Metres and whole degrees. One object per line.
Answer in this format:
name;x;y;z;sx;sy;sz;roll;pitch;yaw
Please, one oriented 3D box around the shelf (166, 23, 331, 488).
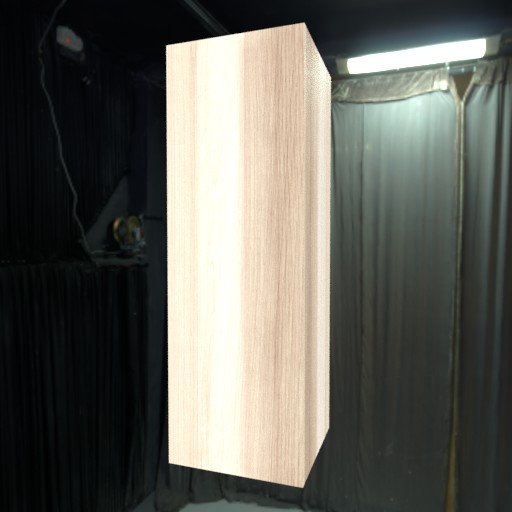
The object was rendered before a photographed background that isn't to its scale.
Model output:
shelf;0.000;0.000;1.015;0.290;0.872;0.290;1;2;19
